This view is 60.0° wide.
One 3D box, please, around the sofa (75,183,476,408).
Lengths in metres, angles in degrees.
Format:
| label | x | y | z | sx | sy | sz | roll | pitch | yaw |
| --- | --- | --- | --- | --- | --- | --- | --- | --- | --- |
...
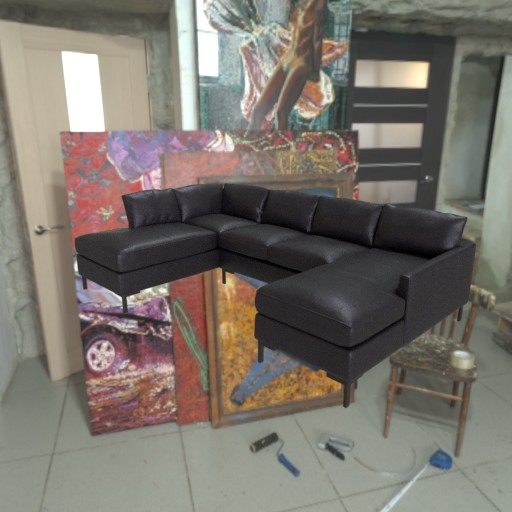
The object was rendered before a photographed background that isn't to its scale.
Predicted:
| label | x | y | z | sx | sy | sz | roll | pitch | yaw |
| --- | --- | --- | --- | --- | --- | --- | --- | --- | --- |
| sofa | 0.000 | 0.000 | 3.836 | 1.939 | 0.900 | 2.956 | -16 | 23 | -43 |
